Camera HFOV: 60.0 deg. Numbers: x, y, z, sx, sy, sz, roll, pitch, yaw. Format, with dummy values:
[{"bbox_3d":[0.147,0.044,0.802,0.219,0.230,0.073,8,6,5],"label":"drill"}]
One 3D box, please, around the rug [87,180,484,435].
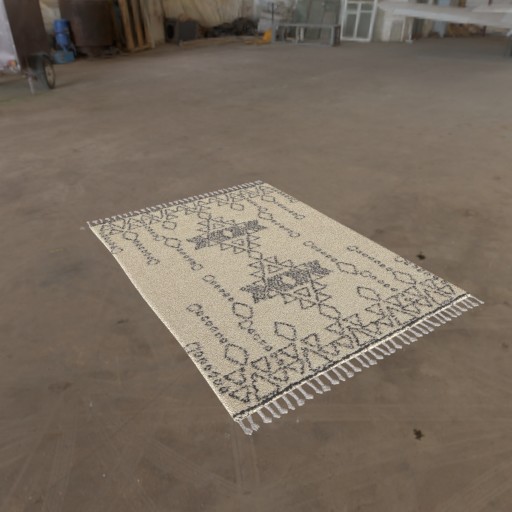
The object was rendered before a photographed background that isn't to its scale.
[{"bbox_3d":[0.000,0.000,3.905,2.125,0.028,3.027,-19,36,-28],"label":"rug"}]
